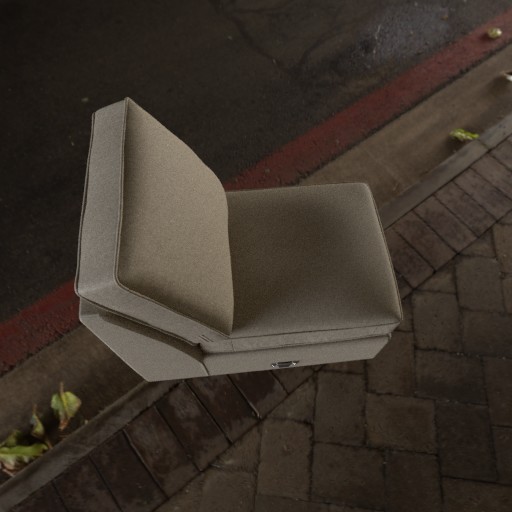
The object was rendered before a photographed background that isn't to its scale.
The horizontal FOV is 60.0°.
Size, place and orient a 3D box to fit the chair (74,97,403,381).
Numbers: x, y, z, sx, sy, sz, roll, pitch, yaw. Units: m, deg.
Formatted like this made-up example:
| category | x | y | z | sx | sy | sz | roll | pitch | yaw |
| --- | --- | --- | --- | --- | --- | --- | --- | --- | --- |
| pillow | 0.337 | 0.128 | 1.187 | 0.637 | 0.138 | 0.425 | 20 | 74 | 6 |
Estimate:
| category | x | y | z | sx | sy | sz | roll | pitch | yaw |
| --- | --- | --- | --- | --- | --- | --- | --- | --- | --- |
| chair | 0.000 | 0.000 | 1.665 | 1.020 | 1.058 | 0.674 | -5 | 63 | -3 |
